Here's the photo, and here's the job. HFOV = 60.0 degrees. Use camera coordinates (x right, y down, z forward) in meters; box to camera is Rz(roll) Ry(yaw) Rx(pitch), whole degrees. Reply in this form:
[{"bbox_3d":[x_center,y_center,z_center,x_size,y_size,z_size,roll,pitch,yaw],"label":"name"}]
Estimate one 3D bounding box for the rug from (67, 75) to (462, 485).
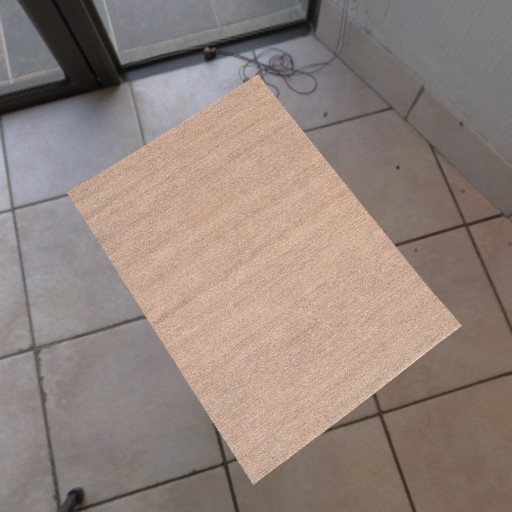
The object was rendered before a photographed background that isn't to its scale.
[{"bbox_3d":[0.000,0.000,2.937,1.624,0.030,2.264,-34,78,-8],"label":"rug"}]
